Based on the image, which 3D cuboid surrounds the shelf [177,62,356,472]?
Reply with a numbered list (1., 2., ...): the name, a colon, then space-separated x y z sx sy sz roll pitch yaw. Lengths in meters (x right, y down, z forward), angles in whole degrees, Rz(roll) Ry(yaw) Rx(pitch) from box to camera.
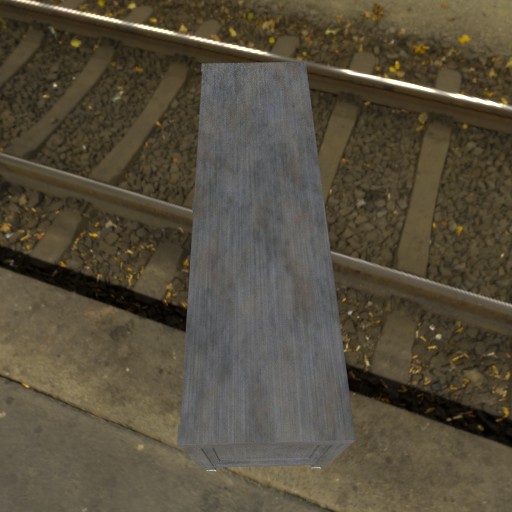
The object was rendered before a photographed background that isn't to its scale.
1. shelf: 0.000 0.000 1.864 0.479 0.719 1.575 -1 58 -1
